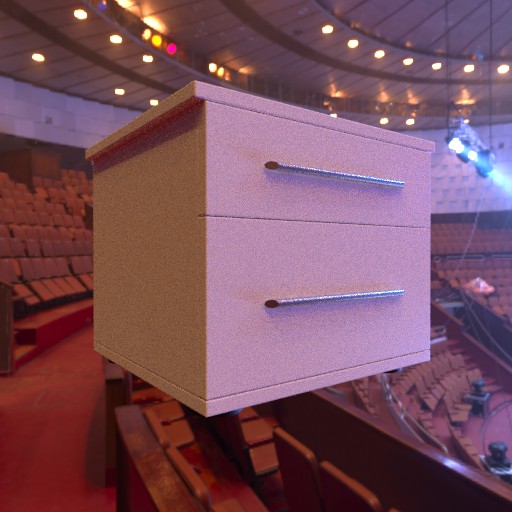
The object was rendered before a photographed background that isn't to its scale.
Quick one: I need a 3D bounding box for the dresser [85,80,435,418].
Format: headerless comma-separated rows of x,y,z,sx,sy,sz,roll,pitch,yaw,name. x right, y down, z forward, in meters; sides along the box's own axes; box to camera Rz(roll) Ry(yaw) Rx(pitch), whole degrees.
0.000,0.000,0.726,0.430,0.360,0.400,0,1,-36,dresser
